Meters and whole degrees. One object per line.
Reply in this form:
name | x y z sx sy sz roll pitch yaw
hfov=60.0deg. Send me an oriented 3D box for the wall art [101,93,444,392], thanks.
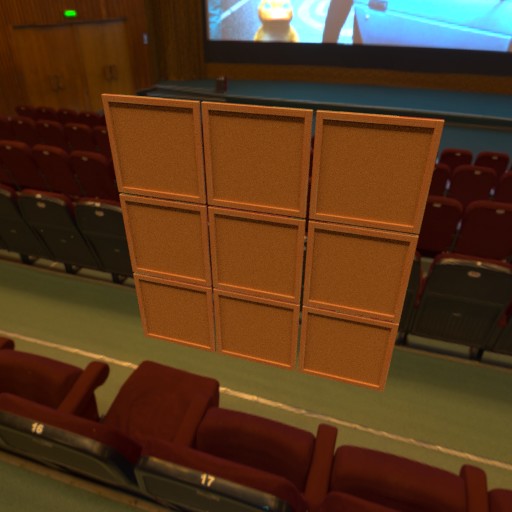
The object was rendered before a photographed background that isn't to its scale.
wall art | 0.000 0.000 1.380 0.911 0.910 0.012 10 33 15
